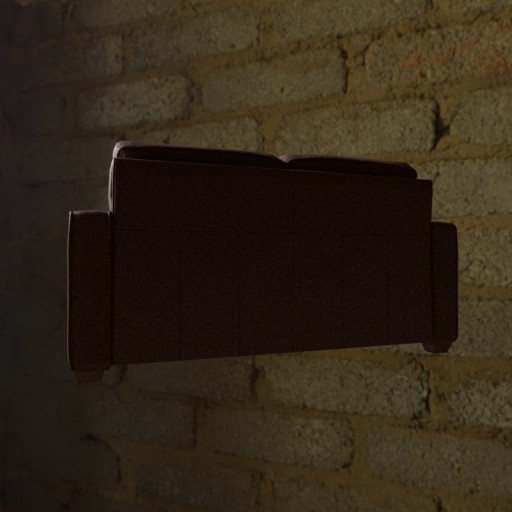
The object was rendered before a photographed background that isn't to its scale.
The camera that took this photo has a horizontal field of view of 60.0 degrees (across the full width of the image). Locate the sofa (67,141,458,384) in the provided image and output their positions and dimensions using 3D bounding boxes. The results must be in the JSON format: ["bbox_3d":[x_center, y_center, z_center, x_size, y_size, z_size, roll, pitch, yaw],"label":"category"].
[{"bbox_3d":[0.000,0.000,2.236,1.709,0.918,0.947,0,0,-19],"label":"sofa"}]
